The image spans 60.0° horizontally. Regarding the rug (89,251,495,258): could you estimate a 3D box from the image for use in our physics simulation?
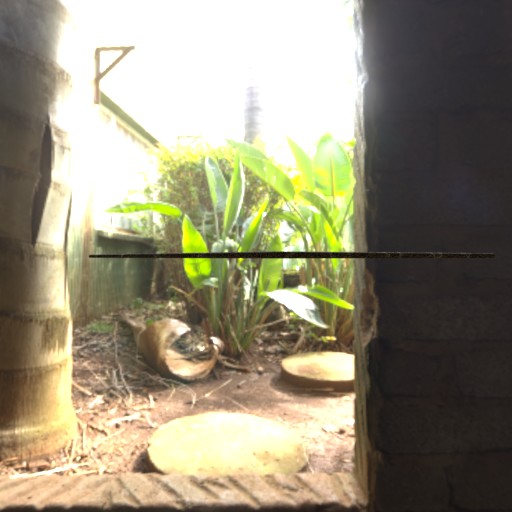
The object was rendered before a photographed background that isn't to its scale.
[{"bbox_3d":[0.000,0.000,3.401,1.778,0.030,2.743,0,0,-35],"label":"rug"}]
